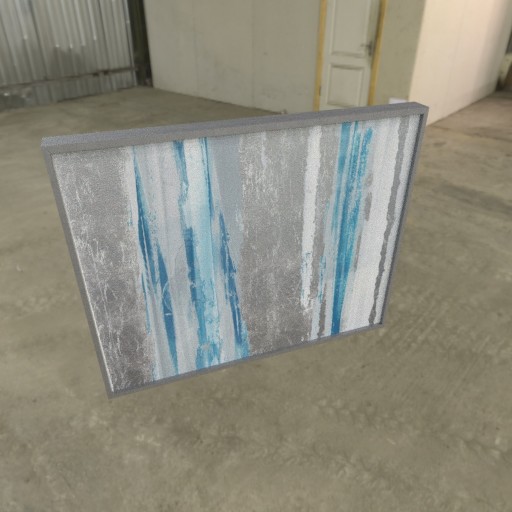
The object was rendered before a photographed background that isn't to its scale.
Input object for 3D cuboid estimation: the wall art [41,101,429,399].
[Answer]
[{"bbox_3d":[0.000,0.000,0.743,0.557,0.450,0.037,-11,34,-16],"label":"wall art"}]
